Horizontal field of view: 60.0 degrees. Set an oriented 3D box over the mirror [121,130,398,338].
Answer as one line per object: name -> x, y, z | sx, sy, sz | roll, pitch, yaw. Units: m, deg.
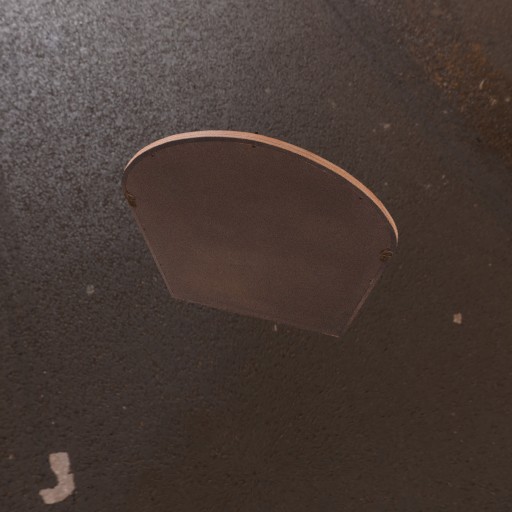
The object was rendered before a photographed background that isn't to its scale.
mirror -> 0.000, 0.000, 1.145 | 0.609, 0.915, 0.032 | 13, 64, 6
